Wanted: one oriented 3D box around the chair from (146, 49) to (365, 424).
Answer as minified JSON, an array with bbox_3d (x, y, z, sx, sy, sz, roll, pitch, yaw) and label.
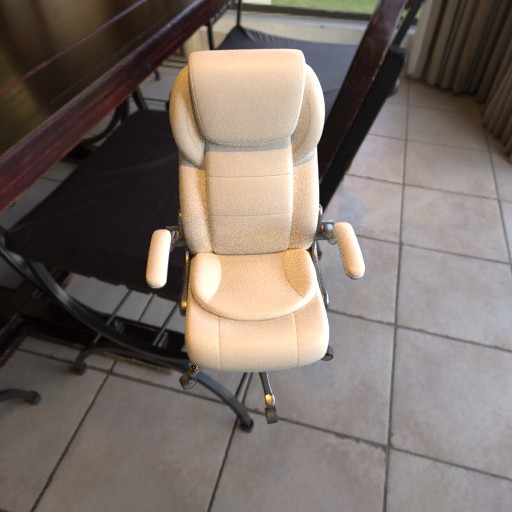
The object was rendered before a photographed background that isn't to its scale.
[{"bbox_3d":[0.000,0.000,1.760,0.755,1.330,0.806,-3,45,-2],"label":"chair"}]
